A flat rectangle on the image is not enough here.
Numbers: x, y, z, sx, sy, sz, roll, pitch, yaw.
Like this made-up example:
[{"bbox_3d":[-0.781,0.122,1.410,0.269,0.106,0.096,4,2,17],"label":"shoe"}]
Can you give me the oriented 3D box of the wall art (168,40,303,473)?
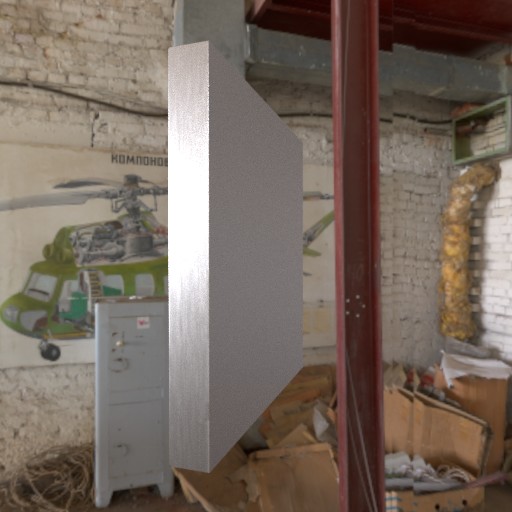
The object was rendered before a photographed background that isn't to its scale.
[{"bbox_3d":[0.000,0.000,0.530,0.038,0.350,0.350,0,1,18],"label":"wall art"}]
